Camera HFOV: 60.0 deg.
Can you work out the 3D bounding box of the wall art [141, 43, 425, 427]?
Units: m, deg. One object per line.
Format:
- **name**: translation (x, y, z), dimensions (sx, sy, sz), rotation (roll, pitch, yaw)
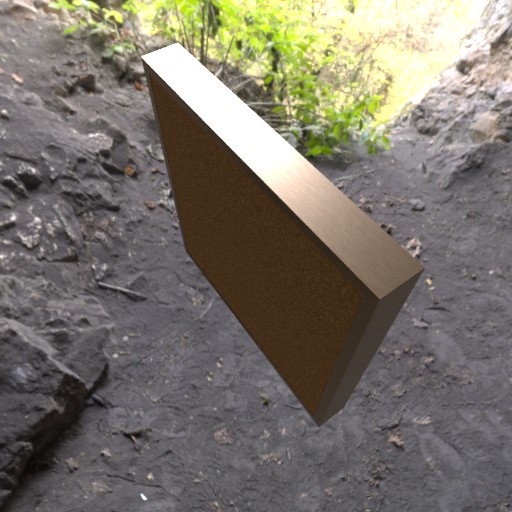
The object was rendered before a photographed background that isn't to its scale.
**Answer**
- **wall art**: translation (0.000, 0.000, 0.460), dimensions (0.038, 0.305, 0.304), rotation (-30, 61, -19)
